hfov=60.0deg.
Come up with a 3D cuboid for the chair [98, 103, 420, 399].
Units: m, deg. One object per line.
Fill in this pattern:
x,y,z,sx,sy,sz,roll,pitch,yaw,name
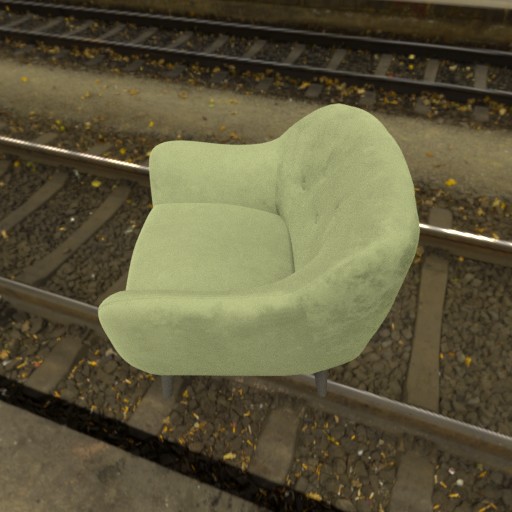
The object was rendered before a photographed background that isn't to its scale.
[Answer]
0.000,0.000,1.482,0.819,0.804,0.840,0,42,-1,chair
